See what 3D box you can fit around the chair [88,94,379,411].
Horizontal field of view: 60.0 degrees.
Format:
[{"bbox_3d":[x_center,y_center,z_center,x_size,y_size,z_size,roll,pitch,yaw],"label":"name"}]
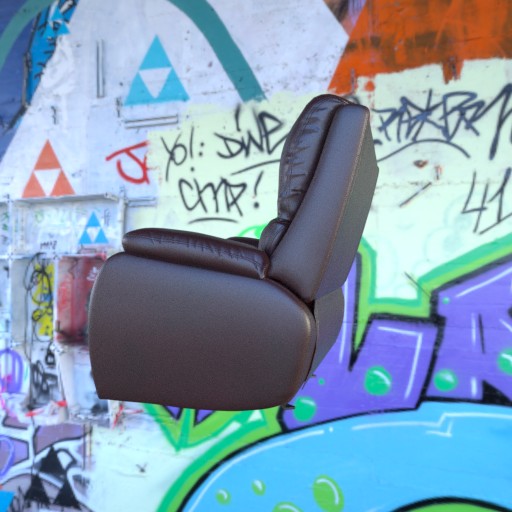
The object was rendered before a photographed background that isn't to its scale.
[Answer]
[{"bbox_3d":[0.000,0.000,1.721,0.899,1.011,0.930,0,-1,17],"label":"chair"}]
